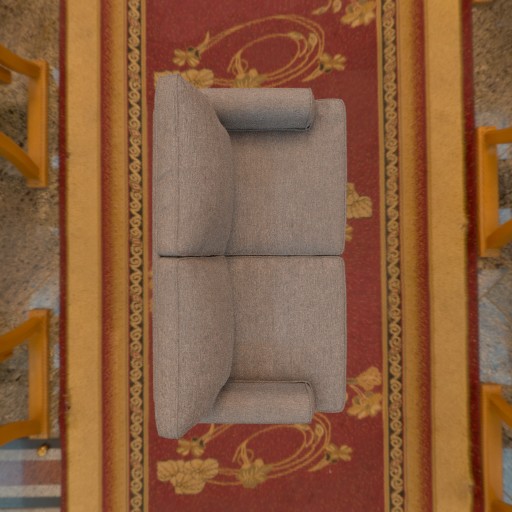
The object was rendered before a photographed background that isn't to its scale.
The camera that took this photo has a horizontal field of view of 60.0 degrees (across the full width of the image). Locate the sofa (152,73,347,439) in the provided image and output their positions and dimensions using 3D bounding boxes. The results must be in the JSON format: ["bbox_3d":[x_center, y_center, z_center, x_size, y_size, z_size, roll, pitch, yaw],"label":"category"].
[{"bbox_3d":[0.000,0.000,2.262,0.965,0.965,1.651,0,90,1],"label":"sofa"}]
